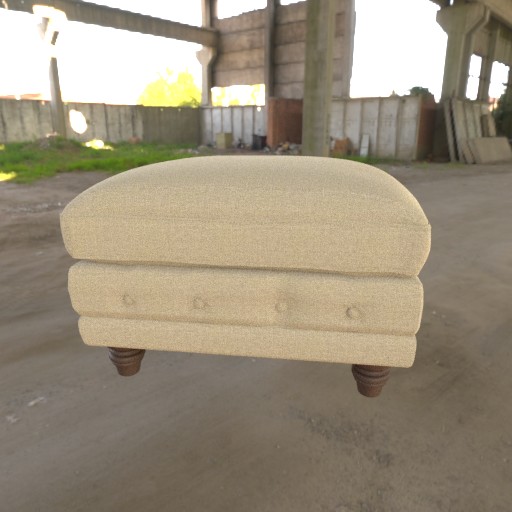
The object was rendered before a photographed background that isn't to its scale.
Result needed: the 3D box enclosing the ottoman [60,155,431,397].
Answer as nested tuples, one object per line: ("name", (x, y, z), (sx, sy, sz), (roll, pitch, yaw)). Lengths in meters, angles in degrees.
("ottoman", (0.000, 0.000, 1.060), (0.684, 0.463, 0.541), (2, 17, 8))
